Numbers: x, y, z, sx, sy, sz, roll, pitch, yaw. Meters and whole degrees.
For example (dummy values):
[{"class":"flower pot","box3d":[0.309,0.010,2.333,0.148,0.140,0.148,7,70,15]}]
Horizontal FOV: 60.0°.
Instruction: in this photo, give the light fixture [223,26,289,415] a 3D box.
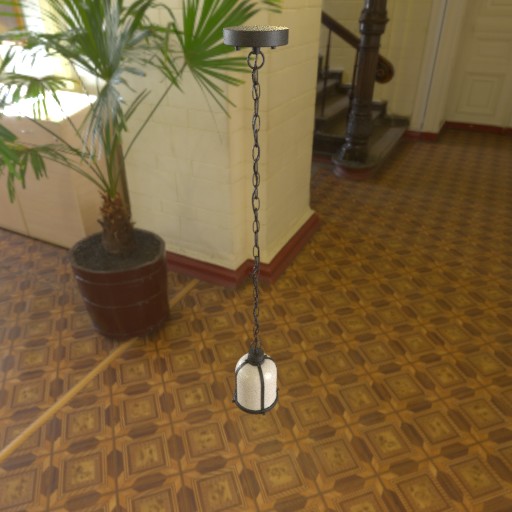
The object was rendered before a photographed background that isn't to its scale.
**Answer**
[{"class":"light fixture","box3d":[0.000,0.000,1.289,0.178,1.181,0.178,-10,33,-16]}]
